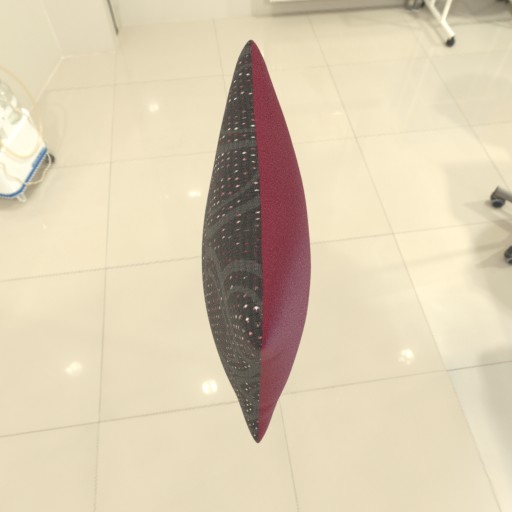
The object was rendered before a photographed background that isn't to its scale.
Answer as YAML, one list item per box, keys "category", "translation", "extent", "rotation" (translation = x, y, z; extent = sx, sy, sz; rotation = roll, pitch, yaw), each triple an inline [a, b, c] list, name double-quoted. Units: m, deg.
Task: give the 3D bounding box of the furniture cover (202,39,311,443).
- category: "furniture cover"
  translation: [0.000, 0.000, 0.808]
  extent: [0.193, 0.509, 0.552]
  rotation: [-1, 57, -1]
